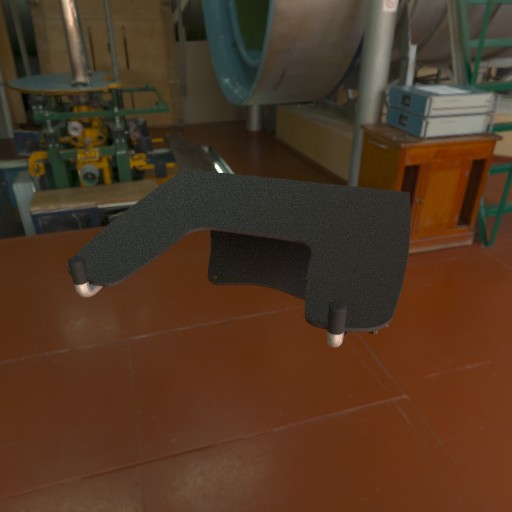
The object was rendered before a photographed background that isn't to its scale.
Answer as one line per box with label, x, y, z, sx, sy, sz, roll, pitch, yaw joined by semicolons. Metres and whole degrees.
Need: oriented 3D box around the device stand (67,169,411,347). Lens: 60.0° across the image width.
device stand;0.000;0.000;0.358;0.230;0.092;0.230;9;31;15
